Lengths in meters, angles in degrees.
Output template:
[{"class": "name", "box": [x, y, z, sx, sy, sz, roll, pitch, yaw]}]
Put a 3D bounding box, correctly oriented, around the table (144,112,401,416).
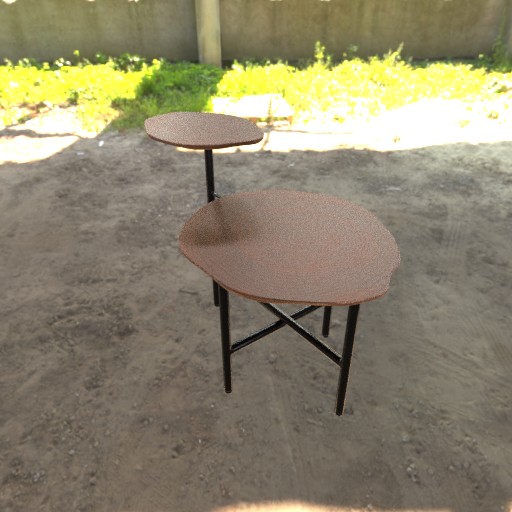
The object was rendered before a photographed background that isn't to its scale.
[{"class": "table", "box": [0.000, 0.000, 1.085, 0.442, 0.538, 0.759, -22, 38, -30]}]
